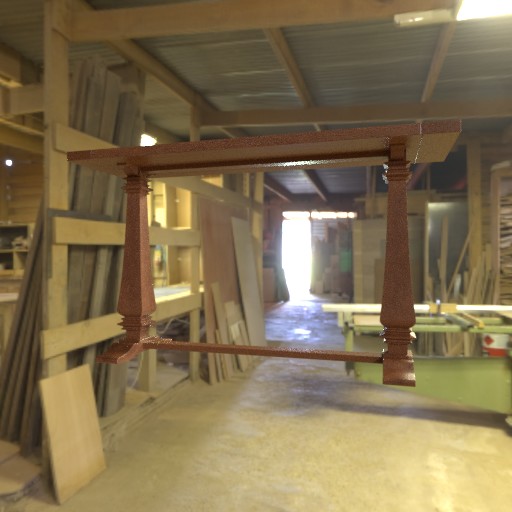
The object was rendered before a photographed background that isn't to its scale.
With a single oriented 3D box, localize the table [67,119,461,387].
[{"bbox_3d":[0.000,0.000,1.816,1.478,0.852,0.461,0,0,17],"label":"table"}]
